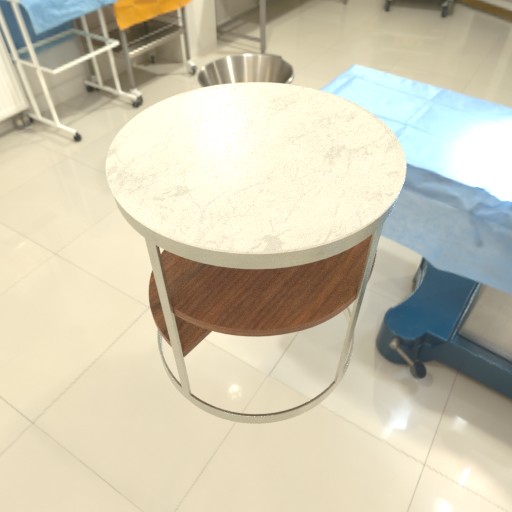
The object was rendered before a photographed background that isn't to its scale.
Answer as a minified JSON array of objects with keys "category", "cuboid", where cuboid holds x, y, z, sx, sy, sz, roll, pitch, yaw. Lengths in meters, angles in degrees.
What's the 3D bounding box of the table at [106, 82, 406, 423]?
[{"category":"table","cuboid":[0.000,0.000,0.772,0.407,0.447,0.407,0,46,0]}]
